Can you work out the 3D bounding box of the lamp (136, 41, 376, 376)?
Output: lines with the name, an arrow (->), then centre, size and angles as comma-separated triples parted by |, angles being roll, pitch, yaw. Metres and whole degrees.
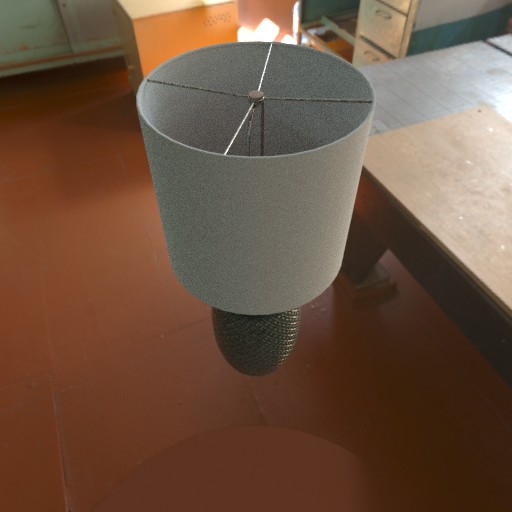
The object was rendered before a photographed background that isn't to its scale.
lamp -> 0.000, 0.000, 0.573 | 0.217, 0.453, 0.217 | 8, 48, 8
